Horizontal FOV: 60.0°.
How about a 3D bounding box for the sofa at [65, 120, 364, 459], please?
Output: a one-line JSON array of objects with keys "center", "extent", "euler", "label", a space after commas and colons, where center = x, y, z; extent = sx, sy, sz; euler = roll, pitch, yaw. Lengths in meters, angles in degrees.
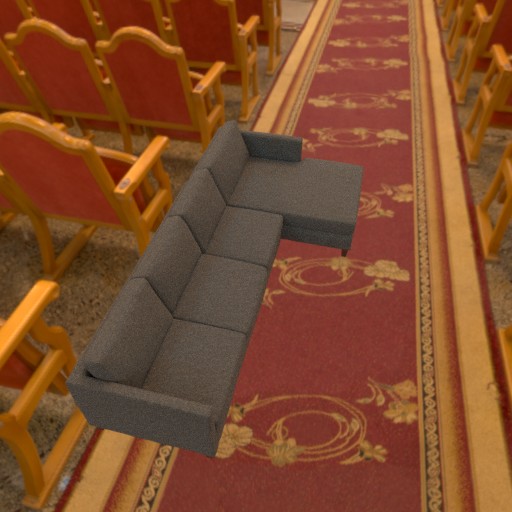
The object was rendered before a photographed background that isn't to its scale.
[{"center": [0.000, 0.000, 3.810], "extent": [1.625, 0.846, 3.186], "euler": [10, 46, 10], "label": "sofa"}]
